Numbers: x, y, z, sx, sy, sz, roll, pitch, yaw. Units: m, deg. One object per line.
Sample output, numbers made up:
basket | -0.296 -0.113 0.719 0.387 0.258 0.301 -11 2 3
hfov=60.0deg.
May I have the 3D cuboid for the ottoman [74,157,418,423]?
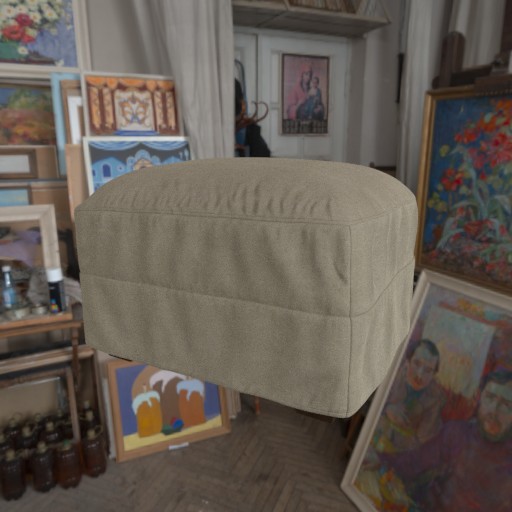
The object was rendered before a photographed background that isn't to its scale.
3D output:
ottoman | 0.000 0.000 1.107 0.712 0.480 0.584 8 16 28
